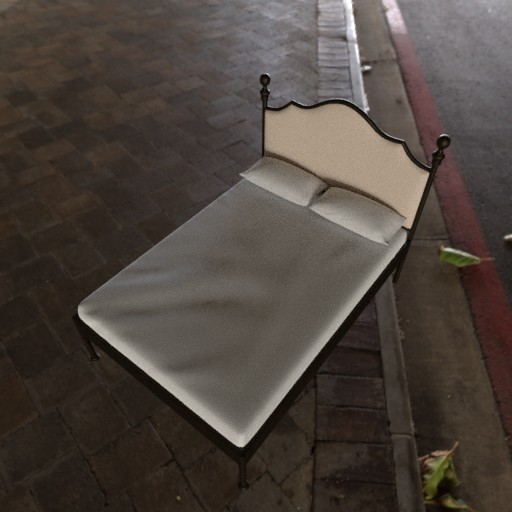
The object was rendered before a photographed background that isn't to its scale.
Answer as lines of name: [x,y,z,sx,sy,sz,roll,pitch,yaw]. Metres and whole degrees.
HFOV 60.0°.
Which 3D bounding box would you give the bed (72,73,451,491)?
bed: [0.000,0.000,3.096,1.533,1.462,2.170,30,53,25]
